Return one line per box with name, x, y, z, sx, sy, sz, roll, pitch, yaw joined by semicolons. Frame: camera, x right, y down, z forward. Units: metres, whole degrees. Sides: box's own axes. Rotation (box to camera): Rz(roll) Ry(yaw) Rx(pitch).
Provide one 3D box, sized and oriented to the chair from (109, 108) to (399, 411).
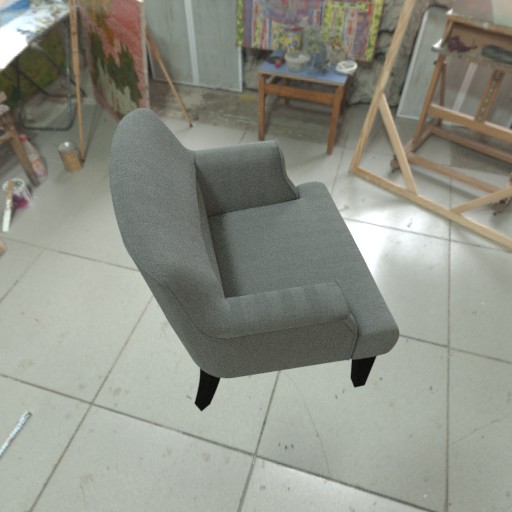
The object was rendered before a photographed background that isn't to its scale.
chair;0.000;0.000;1.476;0.755;0.880;0.772;-10;49;-8
